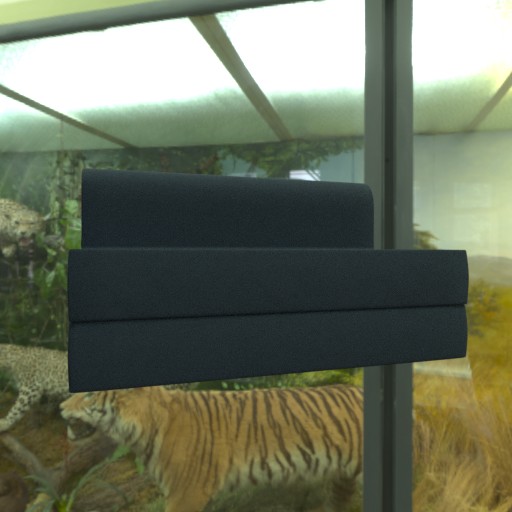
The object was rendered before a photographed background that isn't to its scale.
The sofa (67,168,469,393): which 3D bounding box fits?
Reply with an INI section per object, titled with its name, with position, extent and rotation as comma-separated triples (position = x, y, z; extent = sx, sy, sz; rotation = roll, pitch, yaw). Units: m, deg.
[sofa]
position = 0.000, 0.000, 1.608
extent = 1.219, 0.660, 0.762
rotation = 0, 1, -18
